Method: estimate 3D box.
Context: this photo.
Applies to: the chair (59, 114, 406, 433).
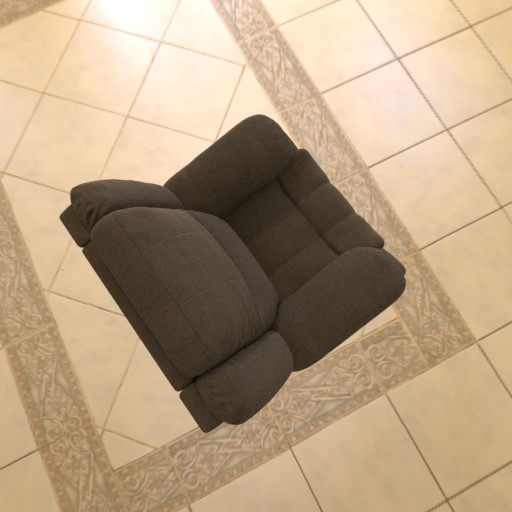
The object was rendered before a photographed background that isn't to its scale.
[{"bbox_3d":[0.000,0.000,1.709,0.944,1.008,0.899,-36,78,-9],"label":"chair"}]
